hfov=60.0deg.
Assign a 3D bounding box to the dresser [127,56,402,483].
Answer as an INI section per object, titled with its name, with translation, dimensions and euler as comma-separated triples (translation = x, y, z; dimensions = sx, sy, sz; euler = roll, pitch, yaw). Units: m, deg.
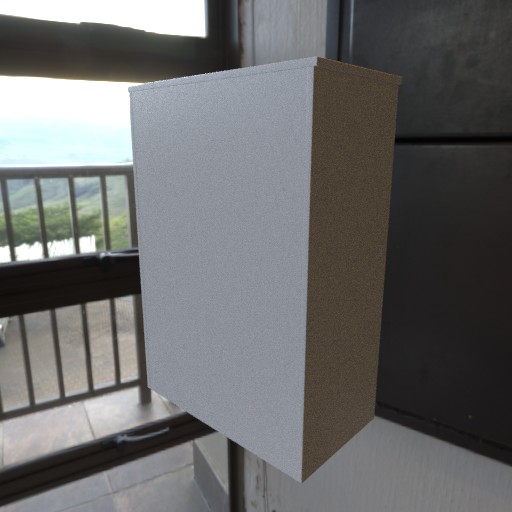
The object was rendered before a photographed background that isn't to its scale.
[dresser]
translation = 0.000, 0.000, 1.388
dimensions = 0.704, 1.021, 0.401
euler = 13, 19, 41
